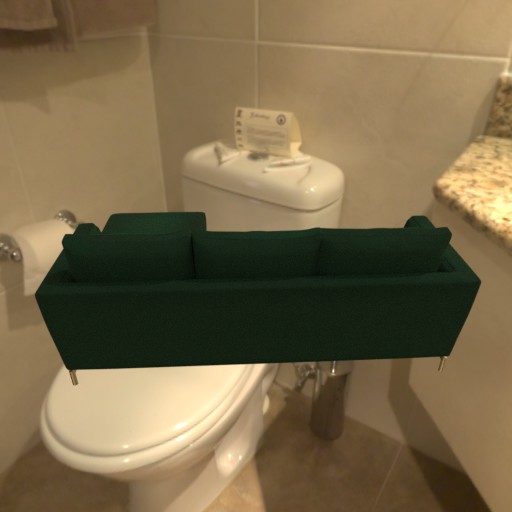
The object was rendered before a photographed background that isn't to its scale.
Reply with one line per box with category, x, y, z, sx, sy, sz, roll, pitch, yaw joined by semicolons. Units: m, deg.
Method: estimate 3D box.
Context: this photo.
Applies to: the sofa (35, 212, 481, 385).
sofa;0.000;0.000;3.148;2.441;1.007;1.489;-1;31;-2
